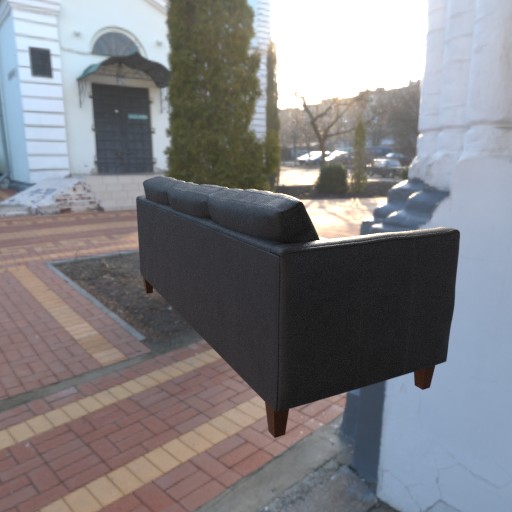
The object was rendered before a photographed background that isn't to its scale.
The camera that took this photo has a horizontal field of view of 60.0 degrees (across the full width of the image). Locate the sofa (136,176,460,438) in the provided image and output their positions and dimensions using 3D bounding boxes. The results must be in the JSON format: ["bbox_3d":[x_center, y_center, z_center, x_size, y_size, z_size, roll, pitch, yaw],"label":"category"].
[{"bbox_3d":[0.000,0.000,2.975,1.045,1.006,2.464,-6,14,-26],"label":"sofa"}]
